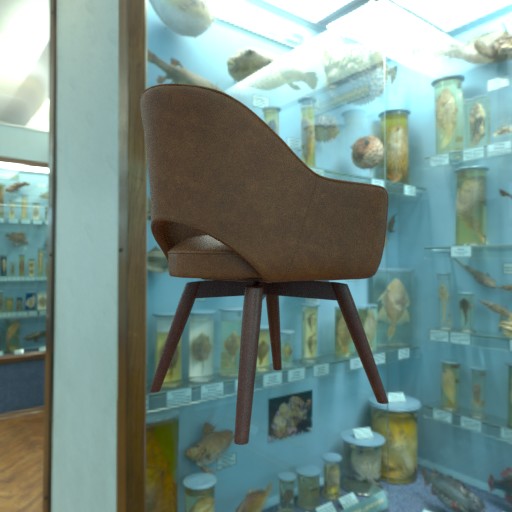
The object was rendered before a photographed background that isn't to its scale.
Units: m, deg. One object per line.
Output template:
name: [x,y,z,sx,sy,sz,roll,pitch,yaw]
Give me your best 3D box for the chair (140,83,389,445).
chair: [0.000,0.000,1.219,0.640,0.777,0.591,1,-1,-36]
